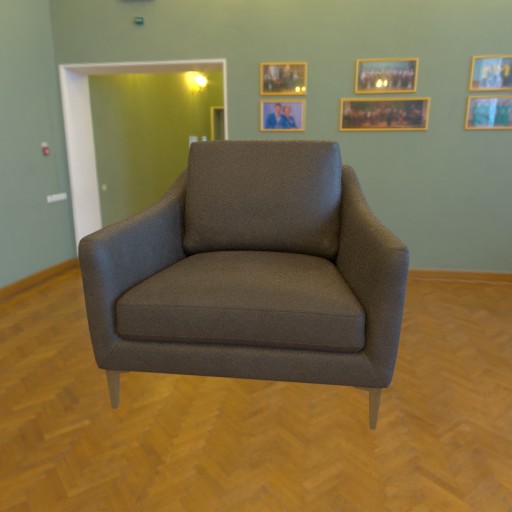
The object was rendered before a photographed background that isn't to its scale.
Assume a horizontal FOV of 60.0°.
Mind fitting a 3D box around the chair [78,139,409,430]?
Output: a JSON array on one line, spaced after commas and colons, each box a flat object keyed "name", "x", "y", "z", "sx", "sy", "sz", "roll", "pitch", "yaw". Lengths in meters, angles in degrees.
[{"name": "chair", "x": 0.000, "y": 0.000, "z": 1.763, "sx": 0.988, "sy": 0.901, "sz": 0.961, "roll": 2, "pitch": 14, "yaw": 7}]
